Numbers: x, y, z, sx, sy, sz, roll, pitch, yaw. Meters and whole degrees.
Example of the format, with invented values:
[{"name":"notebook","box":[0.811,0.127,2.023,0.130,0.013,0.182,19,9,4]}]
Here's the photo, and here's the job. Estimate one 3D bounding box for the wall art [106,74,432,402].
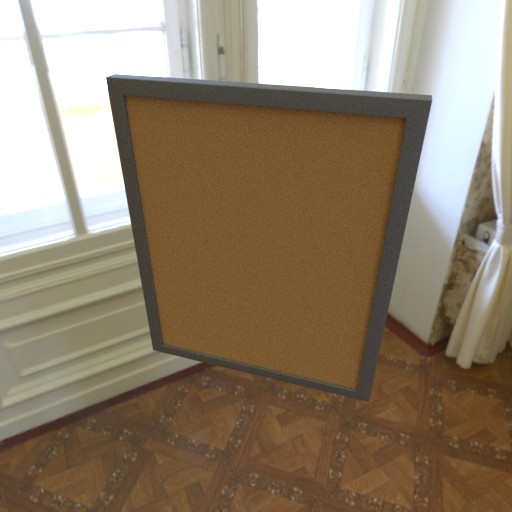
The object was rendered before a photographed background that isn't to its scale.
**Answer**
[{"name":"wall art","box":[0.000,0.000,0.759,0.458,0.558,0.029,10,34,15]}]
